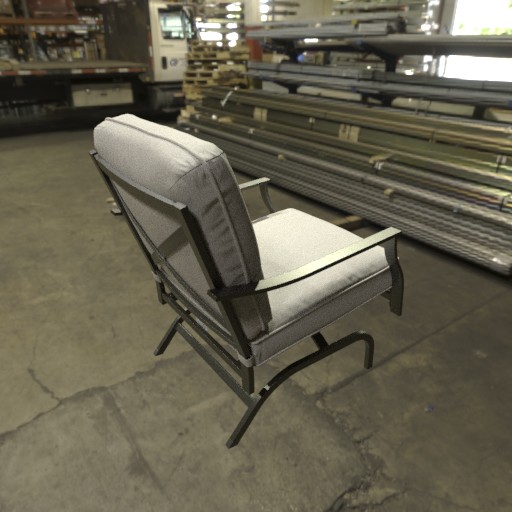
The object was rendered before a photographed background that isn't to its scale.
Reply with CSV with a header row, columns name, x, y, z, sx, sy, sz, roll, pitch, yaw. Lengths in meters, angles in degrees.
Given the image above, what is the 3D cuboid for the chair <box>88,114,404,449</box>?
name,x,y,z,sx,sy,sz,roll,pitch,yaw
chair,0.000,0.000,1.405,0.787,0.860,0.650,-18,32,-31
